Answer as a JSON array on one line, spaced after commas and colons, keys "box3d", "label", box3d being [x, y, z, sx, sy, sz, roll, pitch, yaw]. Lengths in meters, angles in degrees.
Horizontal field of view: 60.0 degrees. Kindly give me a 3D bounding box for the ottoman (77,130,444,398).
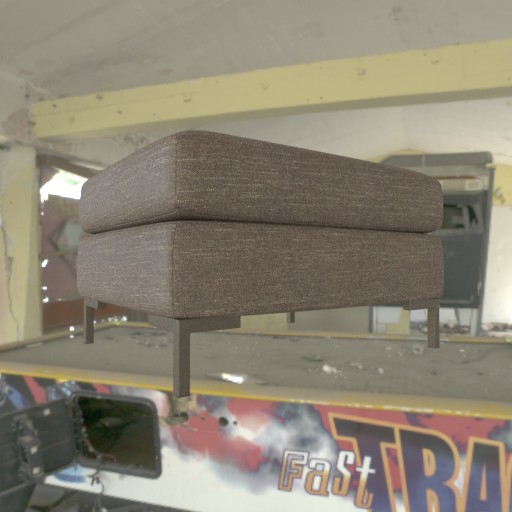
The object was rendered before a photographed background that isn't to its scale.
[{"box3d": [0.000, 0.000, 1.225, 0.820, 0.490, 0.671, 1, -1, -35], "label": "ottoman"}]
